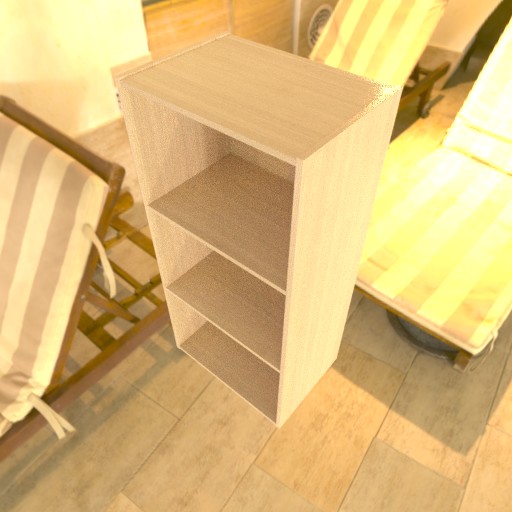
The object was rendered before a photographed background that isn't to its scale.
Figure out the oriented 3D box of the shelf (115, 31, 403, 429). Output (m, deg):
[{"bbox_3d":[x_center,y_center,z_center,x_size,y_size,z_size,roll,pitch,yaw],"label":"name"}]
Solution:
[{"bbox_3d":[0.000,0.000,1.090,0.417,0.876,0.292,31,53,27],"label":"shelf"}]
